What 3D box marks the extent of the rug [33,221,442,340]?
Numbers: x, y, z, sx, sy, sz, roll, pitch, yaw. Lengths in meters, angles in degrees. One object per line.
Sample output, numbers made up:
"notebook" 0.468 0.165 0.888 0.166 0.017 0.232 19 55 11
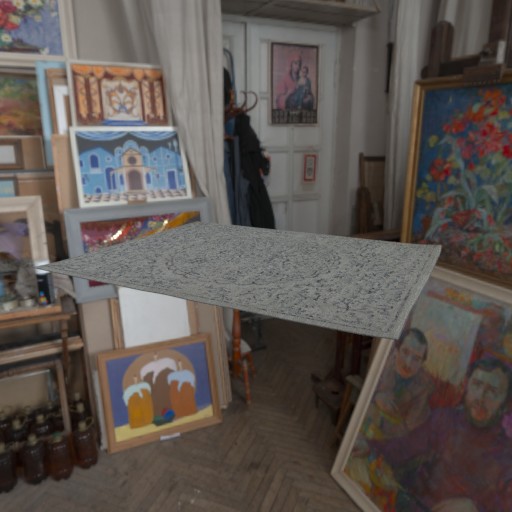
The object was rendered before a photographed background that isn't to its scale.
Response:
"rug" 0.000 0.000 3.993 2.925 0.026 2.343 8 17 27
